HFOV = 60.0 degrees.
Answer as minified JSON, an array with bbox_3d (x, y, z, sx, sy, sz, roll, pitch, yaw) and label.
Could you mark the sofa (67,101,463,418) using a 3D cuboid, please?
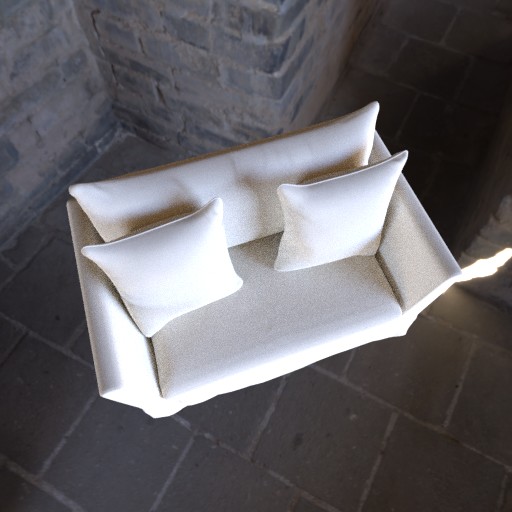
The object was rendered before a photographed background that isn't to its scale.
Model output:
[{"bbox_3d":[0.000,0.000,2.221,1.608,1.039,1.026,-17,64,-9],"label":"sofa"}]
